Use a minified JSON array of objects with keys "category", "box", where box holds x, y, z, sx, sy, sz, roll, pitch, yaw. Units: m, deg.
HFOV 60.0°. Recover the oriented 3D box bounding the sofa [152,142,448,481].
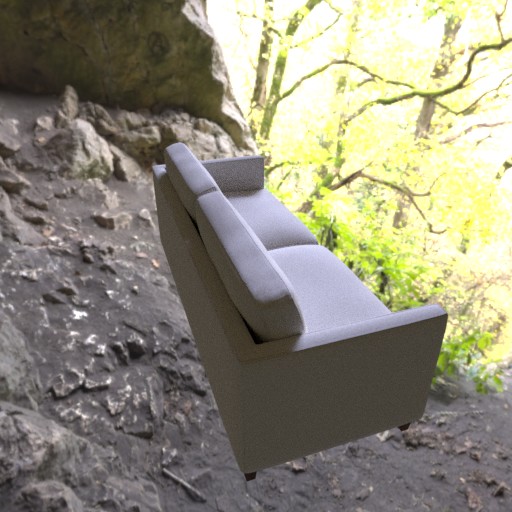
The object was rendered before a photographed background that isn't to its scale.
[{"category":"sofa","box":[0.000,0.000,2.789,0.951,0.962,2.361,-10,31,-17]}]
